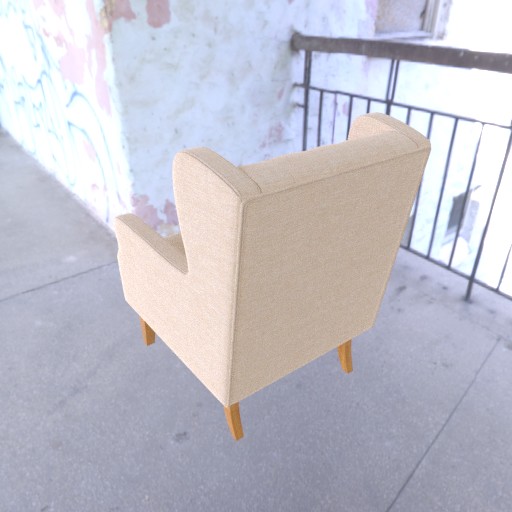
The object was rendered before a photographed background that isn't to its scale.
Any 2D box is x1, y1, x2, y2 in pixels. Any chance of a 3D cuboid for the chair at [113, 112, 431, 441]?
[{"bbox_3d":[0.000,0.000,1.498,0.710,0.930,0.760,-20,36,-30],"label":"chair"}]
